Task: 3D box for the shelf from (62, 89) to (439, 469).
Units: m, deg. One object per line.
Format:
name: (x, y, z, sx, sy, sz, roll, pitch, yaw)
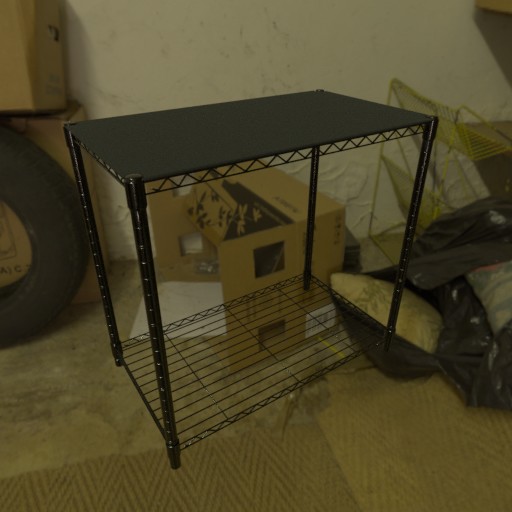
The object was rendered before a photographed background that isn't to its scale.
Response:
shelf: (0.000, 0.000, 0.928, 0.589, 0.564, 0.338, -19, 35, -28)
